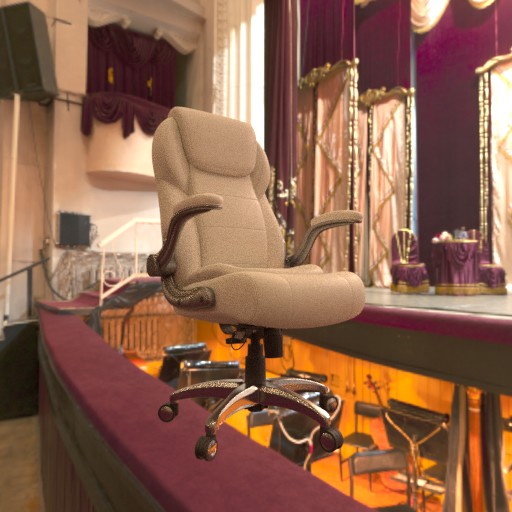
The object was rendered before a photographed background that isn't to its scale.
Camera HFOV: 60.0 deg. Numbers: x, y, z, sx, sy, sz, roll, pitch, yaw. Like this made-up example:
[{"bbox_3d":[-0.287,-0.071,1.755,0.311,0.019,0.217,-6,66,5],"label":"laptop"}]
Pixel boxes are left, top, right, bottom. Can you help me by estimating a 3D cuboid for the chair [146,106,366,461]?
[{"bbox_3d":[0.000,0.000,1.783,0.755,1.330,0.806,1,-2,-37],"label":"chair"}]
